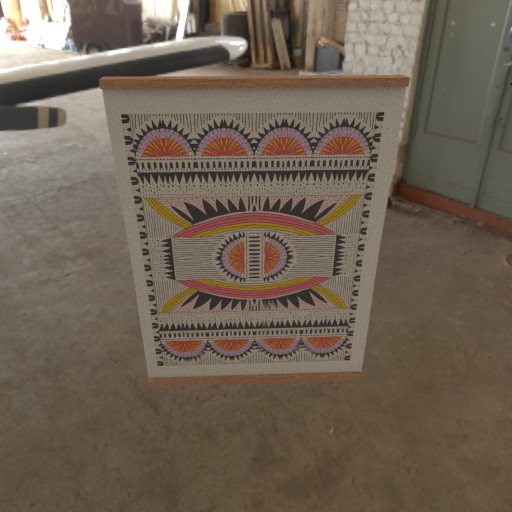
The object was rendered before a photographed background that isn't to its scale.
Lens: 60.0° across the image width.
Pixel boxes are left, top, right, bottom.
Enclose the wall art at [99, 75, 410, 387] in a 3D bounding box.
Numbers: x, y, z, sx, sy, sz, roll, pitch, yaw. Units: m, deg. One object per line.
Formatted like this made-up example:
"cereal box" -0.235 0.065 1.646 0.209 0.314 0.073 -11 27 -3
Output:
"wall art" 0.000 0.000 0.807 0.456 0.609 0.028 -1 30 -2
